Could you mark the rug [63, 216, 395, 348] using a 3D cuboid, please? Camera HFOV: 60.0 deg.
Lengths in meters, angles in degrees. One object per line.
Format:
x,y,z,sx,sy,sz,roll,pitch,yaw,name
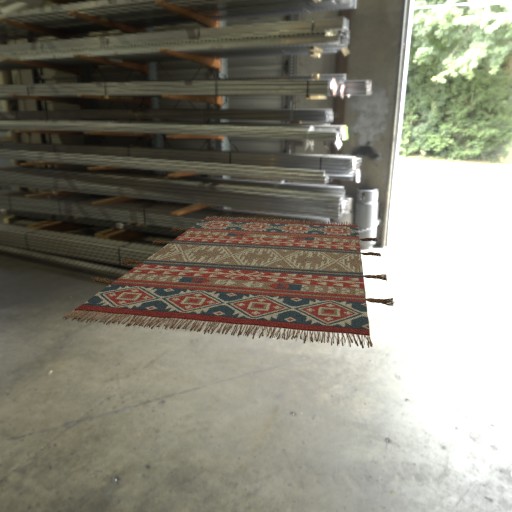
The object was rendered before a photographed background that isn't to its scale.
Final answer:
0.000,0.000,3.179,1.778,0.048,2.450,3,17,11,rug
